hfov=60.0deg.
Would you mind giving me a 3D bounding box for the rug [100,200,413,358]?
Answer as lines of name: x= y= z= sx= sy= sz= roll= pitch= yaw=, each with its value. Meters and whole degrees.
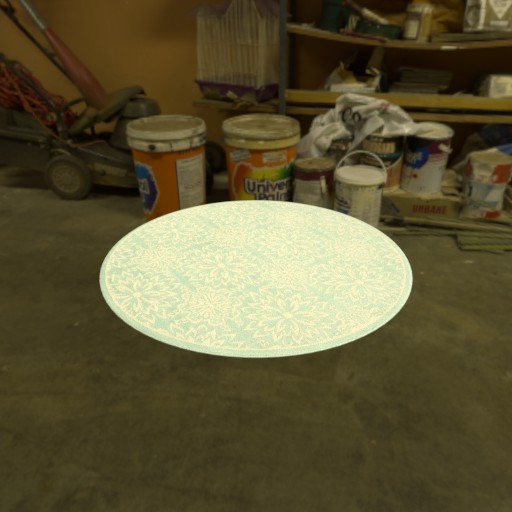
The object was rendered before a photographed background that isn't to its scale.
rug: x=0.000 y=0.000 z=2.360 sx=1.593 sy=0.012 sz=1.593 roll=0 pitch=29 yaw=0
